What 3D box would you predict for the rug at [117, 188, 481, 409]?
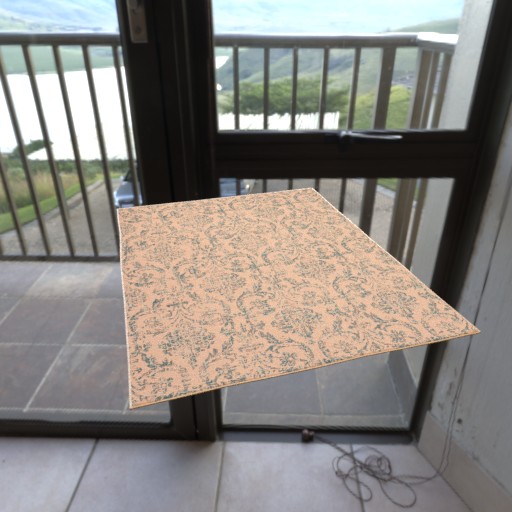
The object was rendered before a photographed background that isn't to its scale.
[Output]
[{"bbox_3d":[0.000,0.000,4.015,2.363,0.012,2.980,-8,30,-15],"label":"rug"}]
